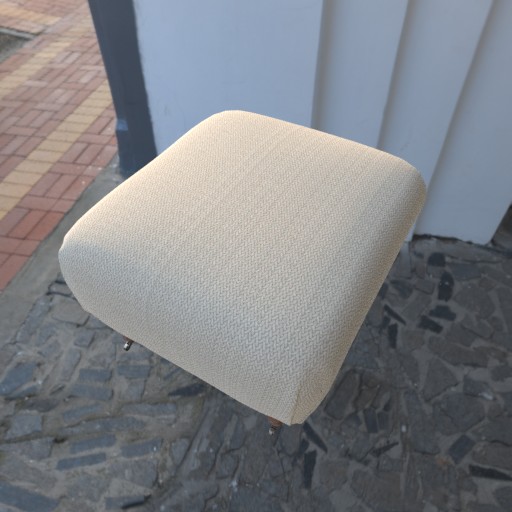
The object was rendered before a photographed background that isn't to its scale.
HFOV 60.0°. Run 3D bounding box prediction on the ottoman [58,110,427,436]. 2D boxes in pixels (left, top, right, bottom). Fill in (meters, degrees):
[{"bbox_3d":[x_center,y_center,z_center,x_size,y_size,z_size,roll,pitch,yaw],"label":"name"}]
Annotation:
[{"bbox_3d":[0.000,0.000,1.091,0.622,0.447,0.684,23,51,20],"label":"ottoman"}]
